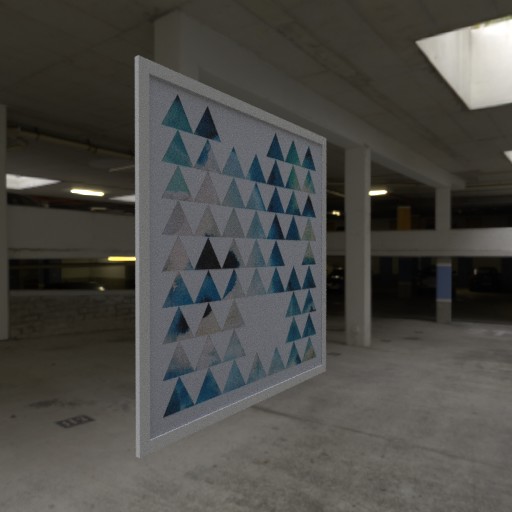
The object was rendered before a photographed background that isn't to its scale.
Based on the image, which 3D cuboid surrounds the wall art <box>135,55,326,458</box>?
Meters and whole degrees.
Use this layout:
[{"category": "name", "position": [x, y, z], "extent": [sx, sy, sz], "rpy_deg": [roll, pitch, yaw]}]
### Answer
[{"category": "wall art", "position": [0.000, 0.000, 0.687], "extent": [0.007, 0.456, 0.456], "rpy_deg": [0, 1, 36]}]
